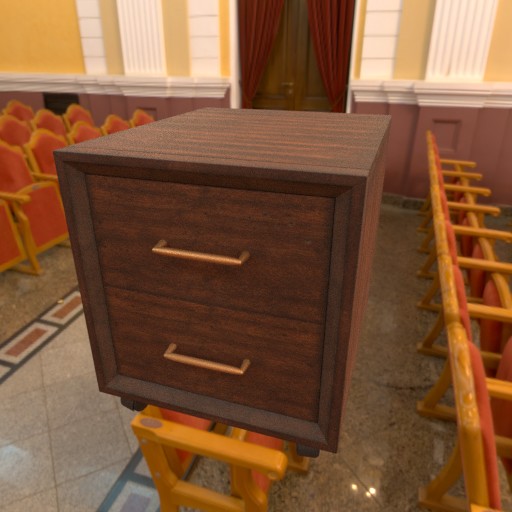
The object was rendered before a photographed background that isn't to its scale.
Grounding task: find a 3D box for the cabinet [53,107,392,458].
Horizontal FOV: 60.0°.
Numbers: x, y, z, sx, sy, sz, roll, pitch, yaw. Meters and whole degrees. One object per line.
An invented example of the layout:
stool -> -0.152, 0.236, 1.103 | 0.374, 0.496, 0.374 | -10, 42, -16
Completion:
cabinet -> 0.000, 0.000, 0.819 | 0.402, 0.455, 0.500 | 8, 26, 17
